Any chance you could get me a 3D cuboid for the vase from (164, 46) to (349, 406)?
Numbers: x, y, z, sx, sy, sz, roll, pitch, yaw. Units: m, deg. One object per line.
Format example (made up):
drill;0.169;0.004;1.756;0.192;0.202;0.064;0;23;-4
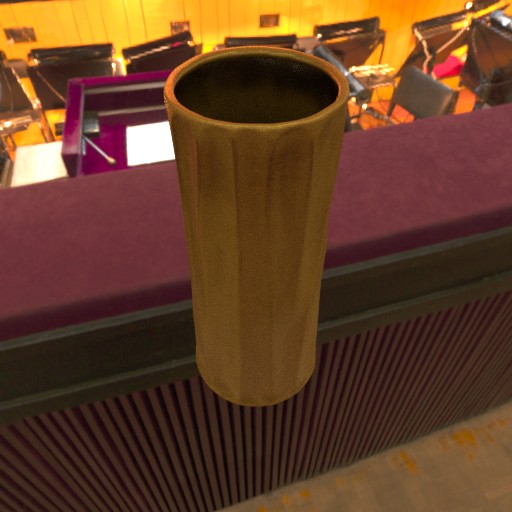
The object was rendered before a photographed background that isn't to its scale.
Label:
vase;0.000;0.000;0.176;0.061;0.143;0.061;0;46;0
